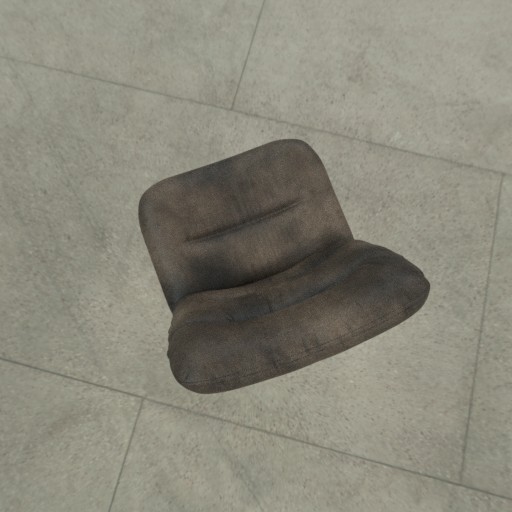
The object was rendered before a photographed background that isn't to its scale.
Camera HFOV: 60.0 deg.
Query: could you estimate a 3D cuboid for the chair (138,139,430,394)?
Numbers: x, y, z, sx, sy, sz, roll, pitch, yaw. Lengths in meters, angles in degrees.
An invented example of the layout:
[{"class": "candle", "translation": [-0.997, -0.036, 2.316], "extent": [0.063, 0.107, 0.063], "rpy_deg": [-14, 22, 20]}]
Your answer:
[{"class": "chair", "translation": [0.000, 0.000, 1.241], "extent": [0.549, 0.870, 0.622], "rpy_deg": [-20, 77, -5]}]
